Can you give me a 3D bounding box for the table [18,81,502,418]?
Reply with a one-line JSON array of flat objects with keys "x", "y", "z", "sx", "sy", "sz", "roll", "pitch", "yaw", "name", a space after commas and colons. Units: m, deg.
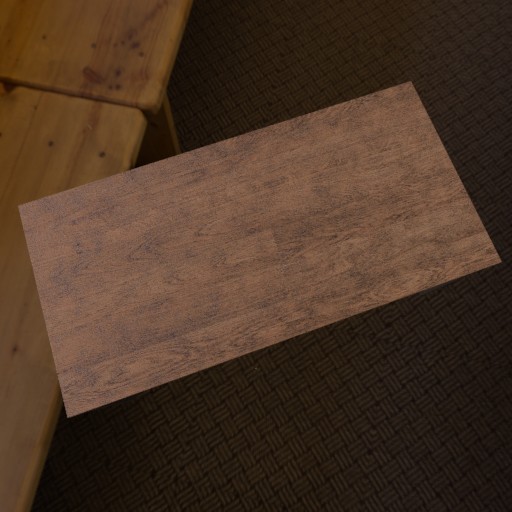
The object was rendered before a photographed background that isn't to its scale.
[{"x": 0.000, "y": 0.000, "z": 2.204, "sx": 1.805, "sy": 0.767, "sz": 0.893, "roll": -19, "pitch": 77, "yaw": -5, "name": "table"}]
